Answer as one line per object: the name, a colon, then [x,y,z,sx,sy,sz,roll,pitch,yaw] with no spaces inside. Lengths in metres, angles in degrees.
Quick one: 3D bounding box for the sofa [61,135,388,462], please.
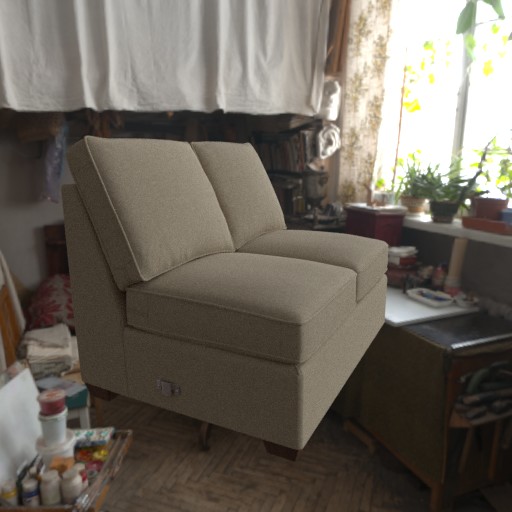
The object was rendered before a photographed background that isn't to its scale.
sofa: [0.000,0.000,1.970,0.951,1.008,1.237,7,15,27]
